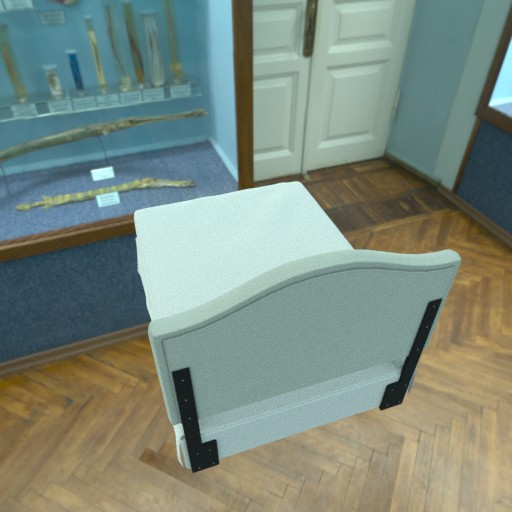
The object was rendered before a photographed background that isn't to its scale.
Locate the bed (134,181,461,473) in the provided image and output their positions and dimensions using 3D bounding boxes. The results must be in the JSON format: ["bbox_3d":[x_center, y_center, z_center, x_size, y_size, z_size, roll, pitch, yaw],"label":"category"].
[{"bbox_3d":[0.000,0.000,3.415,1.813,1.607,2.180,-12,42,-14],"label":"bed"}]
